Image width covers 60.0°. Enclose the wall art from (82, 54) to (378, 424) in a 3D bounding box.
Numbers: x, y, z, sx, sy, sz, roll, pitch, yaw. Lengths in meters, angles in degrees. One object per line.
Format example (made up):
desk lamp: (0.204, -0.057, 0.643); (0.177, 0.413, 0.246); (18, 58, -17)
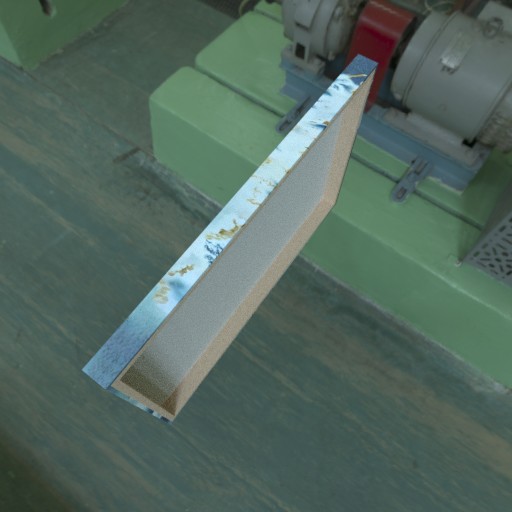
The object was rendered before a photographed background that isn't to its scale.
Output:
wall art: (0.000, 0.000, 0.772); (0.036, 0.405, 0.607); (33, 69, 15)
